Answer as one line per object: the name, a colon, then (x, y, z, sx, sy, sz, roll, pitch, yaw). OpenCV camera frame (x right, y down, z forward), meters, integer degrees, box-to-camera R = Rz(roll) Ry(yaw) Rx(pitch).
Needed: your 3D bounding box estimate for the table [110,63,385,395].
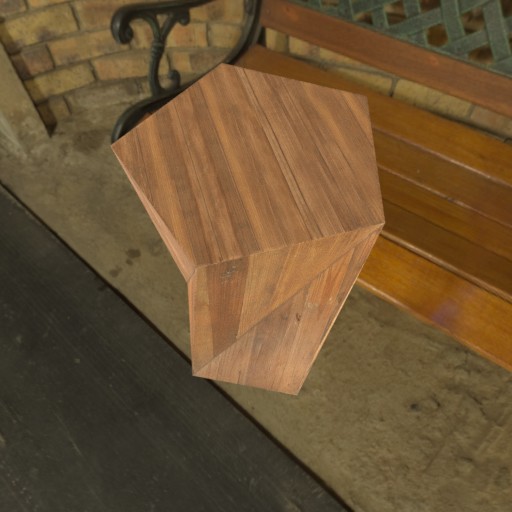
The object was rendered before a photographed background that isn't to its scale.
table: (0.000, 0.000, 0.922, 0.441, 0.604, 0.425, 3, 58, 2)
